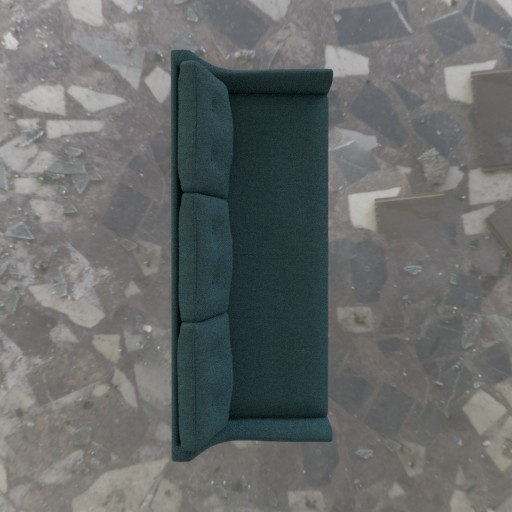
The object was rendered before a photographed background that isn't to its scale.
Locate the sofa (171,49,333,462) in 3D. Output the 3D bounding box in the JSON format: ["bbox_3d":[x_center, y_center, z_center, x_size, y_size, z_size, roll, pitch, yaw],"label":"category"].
[{"bbox_3d":[0.000,0.000,2.516,0.849,0.837,2.060,0,91,-1],"label":"sofa"}]
